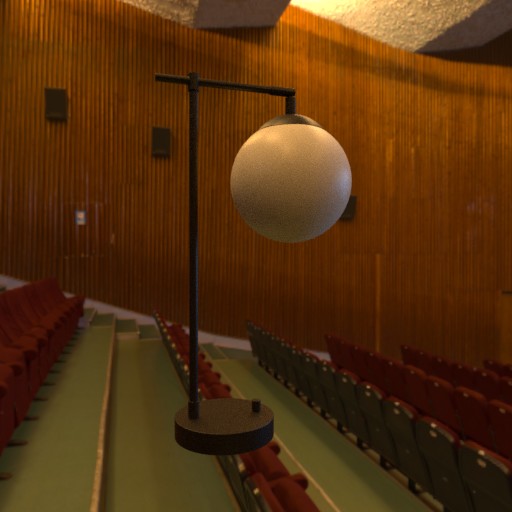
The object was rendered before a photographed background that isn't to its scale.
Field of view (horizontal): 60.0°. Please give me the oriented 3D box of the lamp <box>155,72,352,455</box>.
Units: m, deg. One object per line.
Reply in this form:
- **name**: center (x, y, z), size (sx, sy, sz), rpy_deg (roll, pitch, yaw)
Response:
- **lamp**: center (0.000, 0.000, 0.712), size (0.316, 0.559, 0.197), rpy_deg (0, 0, -17)
